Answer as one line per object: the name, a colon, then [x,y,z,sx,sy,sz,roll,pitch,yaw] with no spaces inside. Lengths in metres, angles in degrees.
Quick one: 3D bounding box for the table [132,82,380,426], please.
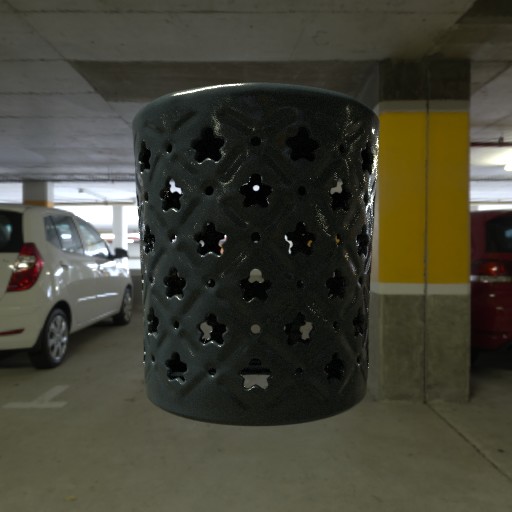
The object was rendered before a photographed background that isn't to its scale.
table: [0.000,0.000,0.653,0.352,0.387,0.352,0,0,0]
